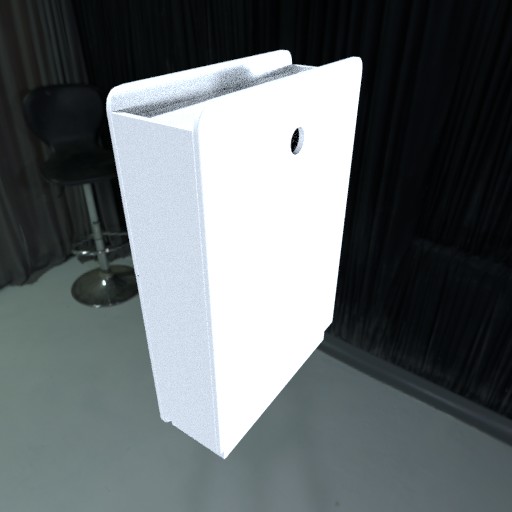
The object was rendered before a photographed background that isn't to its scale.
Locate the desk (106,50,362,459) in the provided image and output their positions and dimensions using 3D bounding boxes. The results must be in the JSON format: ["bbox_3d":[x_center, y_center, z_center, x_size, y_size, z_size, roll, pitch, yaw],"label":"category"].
[{"bbox_3d":[0.000,0.000,1.508,0.278,1.190,0.795,20,38,29],"label":"desk"}]
